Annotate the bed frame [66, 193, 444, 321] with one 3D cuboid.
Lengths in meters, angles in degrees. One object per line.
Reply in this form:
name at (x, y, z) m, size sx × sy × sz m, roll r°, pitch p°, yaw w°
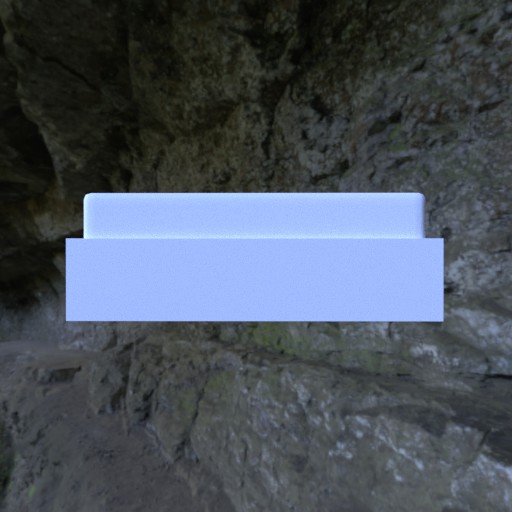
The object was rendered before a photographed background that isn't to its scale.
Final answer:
bed frame at (0.000, 0.000, 2.669) m, size 1.445 × 0.497 × 1.945 m, roll 0°, pitch 0°, yaw 0°
